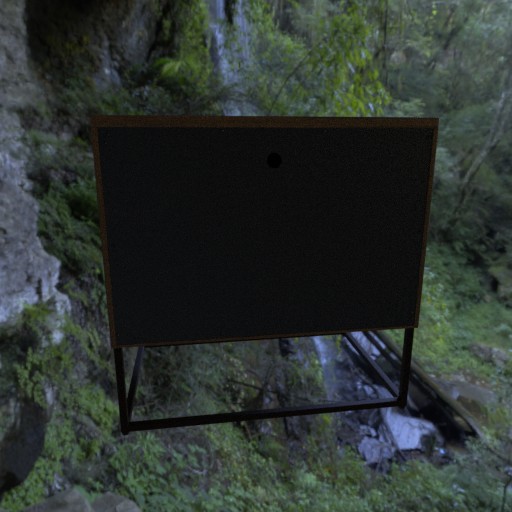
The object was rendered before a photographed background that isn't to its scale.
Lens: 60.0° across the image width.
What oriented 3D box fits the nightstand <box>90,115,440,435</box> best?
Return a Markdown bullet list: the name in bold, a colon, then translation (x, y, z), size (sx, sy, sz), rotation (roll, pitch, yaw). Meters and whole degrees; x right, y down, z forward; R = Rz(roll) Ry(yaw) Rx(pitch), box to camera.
- **nightstand**: translation (0.000, 0.000, 1.044), size (0.610, 0.610, 0.437), rotation (-2, 15, -8)
